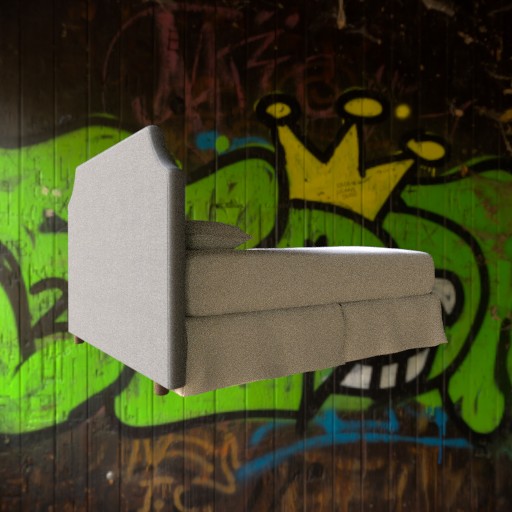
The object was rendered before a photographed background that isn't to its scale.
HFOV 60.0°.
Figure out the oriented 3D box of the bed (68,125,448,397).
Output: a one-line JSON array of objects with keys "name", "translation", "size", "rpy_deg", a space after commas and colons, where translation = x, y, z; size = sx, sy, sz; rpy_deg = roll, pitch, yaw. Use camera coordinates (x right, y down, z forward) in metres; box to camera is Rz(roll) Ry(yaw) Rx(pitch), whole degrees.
[{"name": "bed", "translation": [0.000, 0.000, 3.335], "size": [2.259, 1.296, 1.811], "rpy_deg": [0, 1, -36]}]
